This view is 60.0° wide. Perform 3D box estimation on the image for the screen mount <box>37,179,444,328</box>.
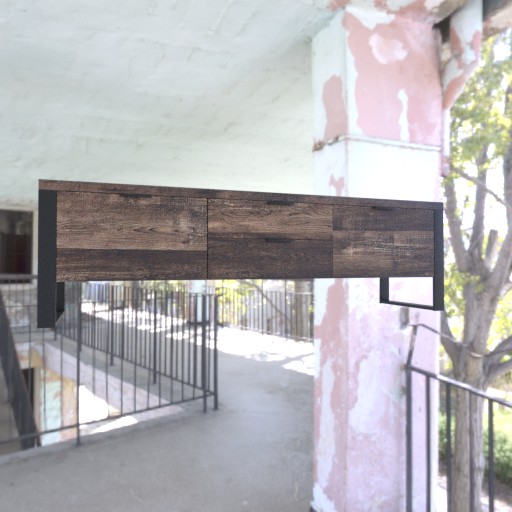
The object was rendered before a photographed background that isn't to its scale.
[{"bbox_3d":[0.000,0.000,1.763,1.524,0.450,0.395,0,-1,-19],"label":"screen mount"}]
